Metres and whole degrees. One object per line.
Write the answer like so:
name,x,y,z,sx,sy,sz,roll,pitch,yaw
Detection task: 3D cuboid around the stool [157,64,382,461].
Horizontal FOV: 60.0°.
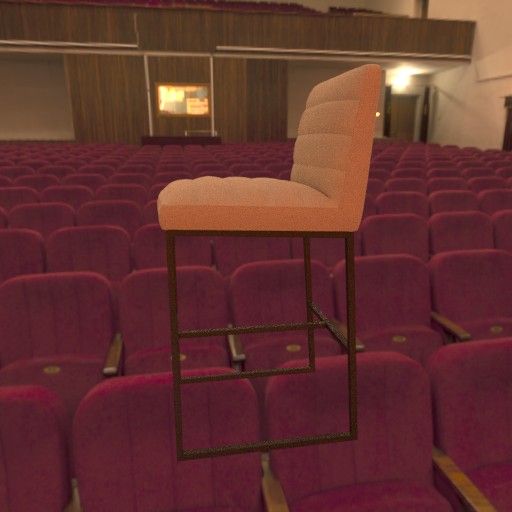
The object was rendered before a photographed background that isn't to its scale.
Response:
stool,0.000,0.000,1.371,0.573,1.061,0.464,-2,14,-10
